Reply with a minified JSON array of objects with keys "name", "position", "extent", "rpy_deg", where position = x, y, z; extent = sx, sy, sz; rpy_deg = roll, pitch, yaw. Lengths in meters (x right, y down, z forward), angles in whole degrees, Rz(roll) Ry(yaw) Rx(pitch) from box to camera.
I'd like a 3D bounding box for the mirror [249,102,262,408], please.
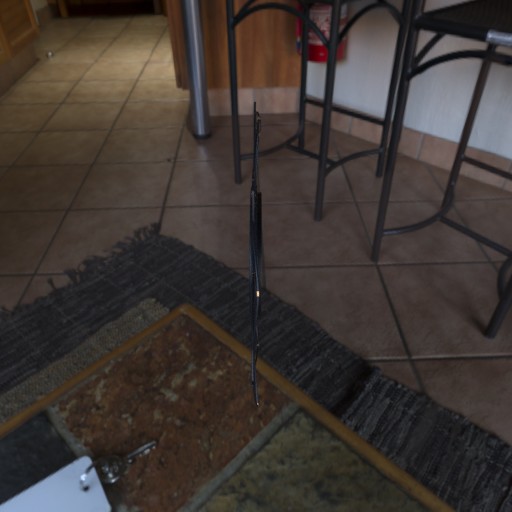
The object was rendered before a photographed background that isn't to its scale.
[{"name":"mirror","position":[0.000,0.000,1.196],"extent":[0.028,0.775,0.797],"rpy_deg":[0,41,0]}]
